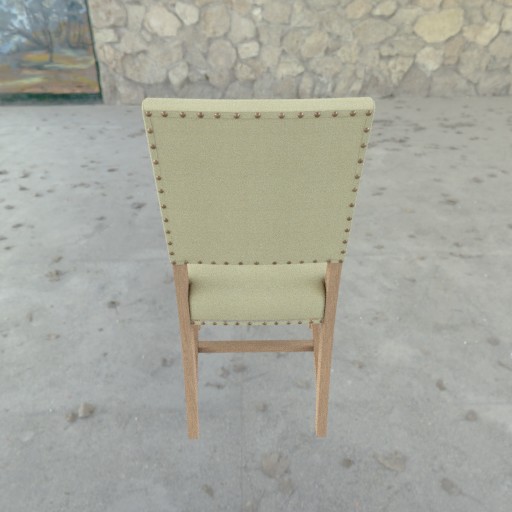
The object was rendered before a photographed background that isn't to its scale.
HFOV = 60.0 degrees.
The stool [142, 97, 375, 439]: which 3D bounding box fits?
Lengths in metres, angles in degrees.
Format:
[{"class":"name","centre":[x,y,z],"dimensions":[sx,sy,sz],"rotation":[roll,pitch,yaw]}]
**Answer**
[{"class":"stool","centre":[0.000,0.000,1.309],"dimensions":[0.508,0.986,0.623],"rotation":[-1,29,-1]}]
